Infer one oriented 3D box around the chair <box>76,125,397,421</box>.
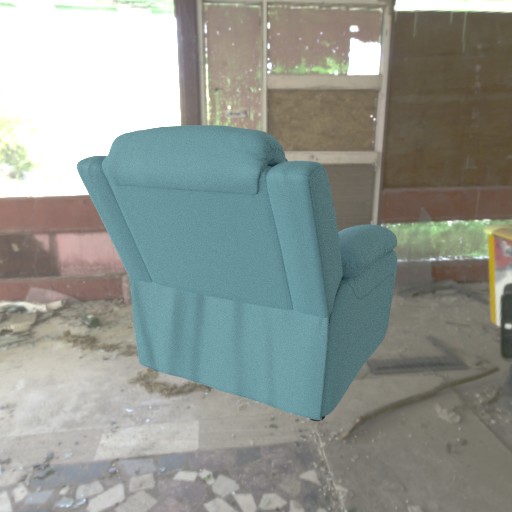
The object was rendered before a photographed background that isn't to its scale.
[{"bbox_3d":[0.000,0.000,1.259,0.680,0.702,0.709,8,17,27],"label":"chair"}]
